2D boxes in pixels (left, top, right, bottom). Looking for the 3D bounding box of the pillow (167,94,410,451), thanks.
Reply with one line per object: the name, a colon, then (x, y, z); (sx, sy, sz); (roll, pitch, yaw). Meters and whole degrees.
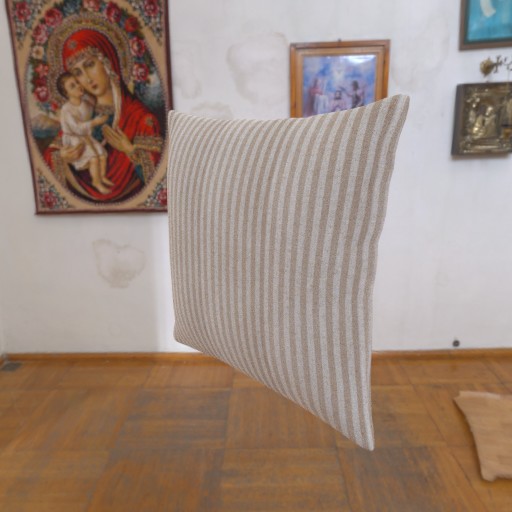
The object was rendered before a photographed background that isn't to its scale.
pillow: (0.000, 0.000, 0.784); (0.166, 0.510, 0.523); (-15, 21, -43)
